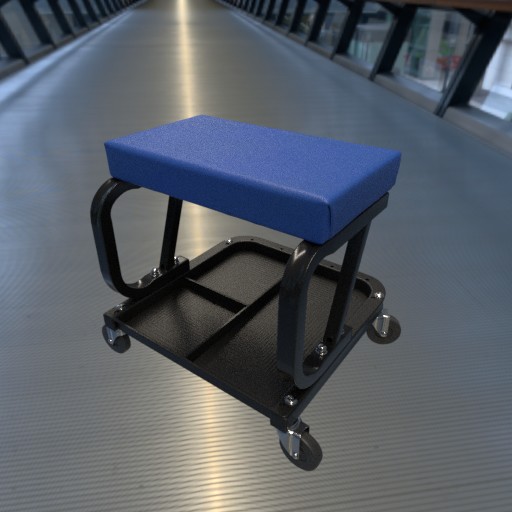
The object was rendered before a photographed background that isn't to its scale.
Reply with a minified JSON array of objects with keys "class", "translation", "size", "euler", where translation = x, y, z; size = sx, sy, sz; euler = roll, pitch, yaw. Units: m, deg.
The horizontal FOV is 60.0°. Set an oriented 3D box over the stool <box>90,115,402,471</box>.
[{"class":"stool","translation":[0.000,0.000,0.729],"size":[0.446,0.380,0.371],"euler":[20,36,31]}]
